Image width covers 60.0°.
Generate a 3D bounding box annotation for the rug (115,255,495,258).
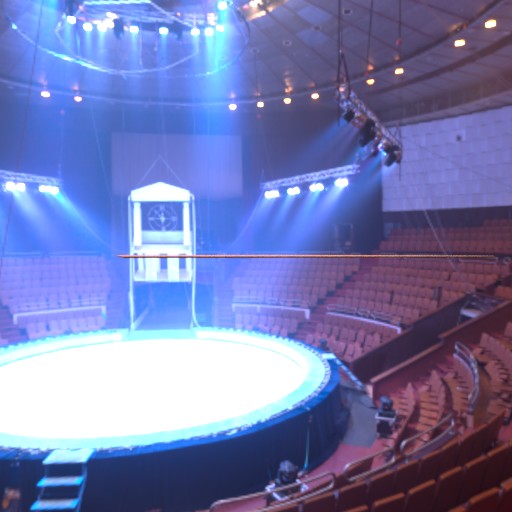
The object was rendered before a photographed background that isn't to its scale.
[{"bbox_3d":[0.000,0.000,4.080,2.433,0.011,3.037,0,0,-18],"label":"rug"}]
